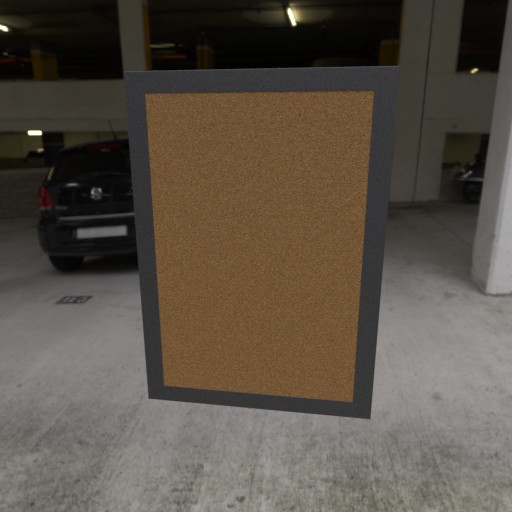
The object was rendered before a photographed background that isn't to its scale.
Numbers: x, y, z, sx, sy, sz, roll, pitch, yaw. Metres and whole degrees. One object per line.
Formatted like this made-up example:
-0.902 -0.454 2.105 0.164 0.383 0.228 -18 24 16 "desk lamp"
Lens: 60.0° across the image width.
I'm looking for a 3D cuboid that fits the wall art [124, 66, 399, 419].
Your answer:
0.000 0.000 0.683 0.380 0.534 0.013 2 16 8 "wall art"
